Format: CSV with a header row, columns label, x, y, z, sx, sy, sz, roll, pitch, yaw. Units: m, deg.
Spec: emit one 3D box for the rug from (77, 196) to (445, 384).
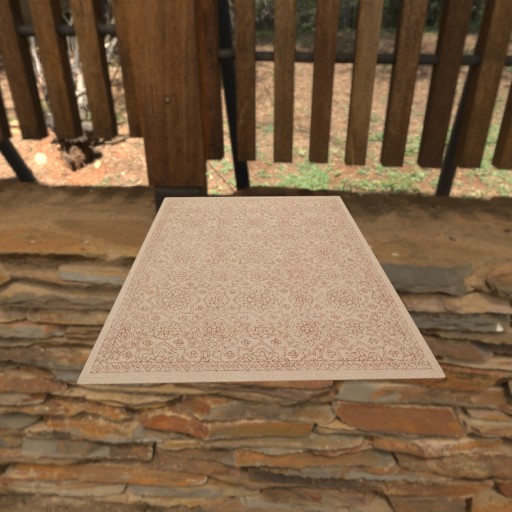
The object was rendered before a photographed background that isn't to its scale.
label,x,y,z,sx,sy,sz,roll,pitch,yaw
rug,0.000,0.000,2.275,1.219,0.010,1.829,-1,27,-1
